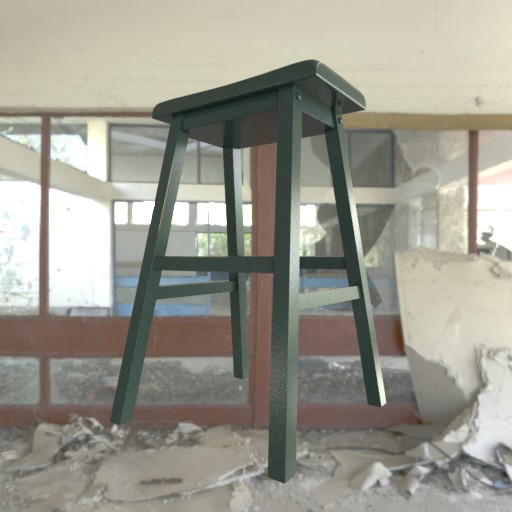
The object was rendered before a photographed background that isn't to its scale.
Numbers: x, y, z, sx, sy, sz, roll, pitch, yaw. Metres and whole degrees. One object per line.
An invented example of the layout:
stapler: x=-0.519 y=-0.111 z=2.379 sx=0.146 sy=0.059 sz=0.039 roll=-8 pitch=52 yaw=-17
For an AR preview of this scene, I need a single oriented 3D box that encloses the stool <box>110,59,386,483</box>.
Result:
stool: x=0.000 y=0.000 z=1.043 sx=0.457 sy=0.737 sz=0.476 roll=0 pitch=0 yaw=36
